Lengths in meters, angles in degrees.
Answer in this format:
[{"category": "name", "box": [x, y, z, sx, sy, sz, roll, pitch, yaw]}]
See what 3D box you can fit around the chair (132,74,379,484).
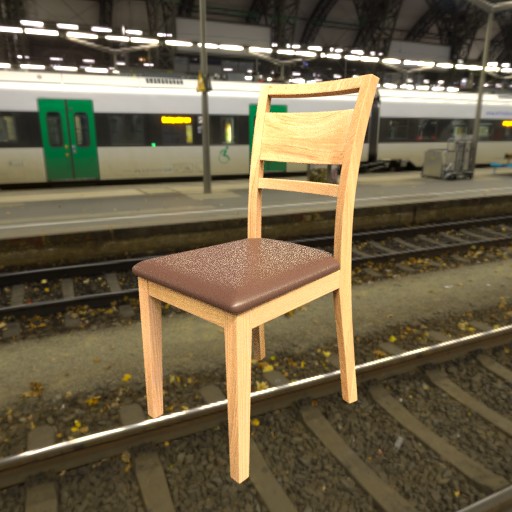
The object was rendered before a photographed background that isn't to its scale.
[{"category": "chair", "box": [0.000, 0.000, 1.221, 0.420, 0.940, 0.545, 14, 21, 42]}]
